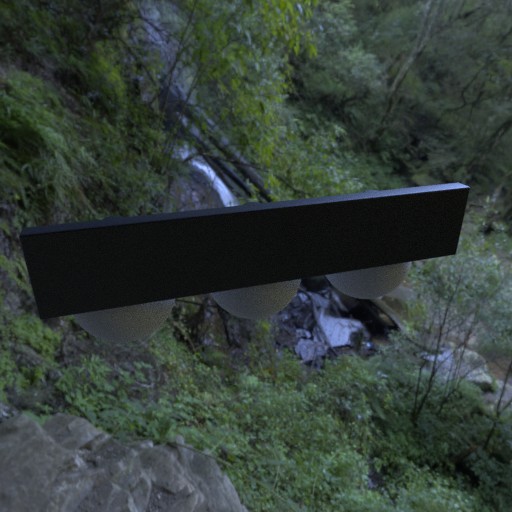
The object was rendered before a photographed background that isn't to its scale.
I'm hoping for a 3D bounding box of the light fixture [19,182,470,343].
[{"bbox_3d":[0.000,0.000,0.828,0.721,0.263,0.218,-8,27,-16],"label":"light fixture"}]
